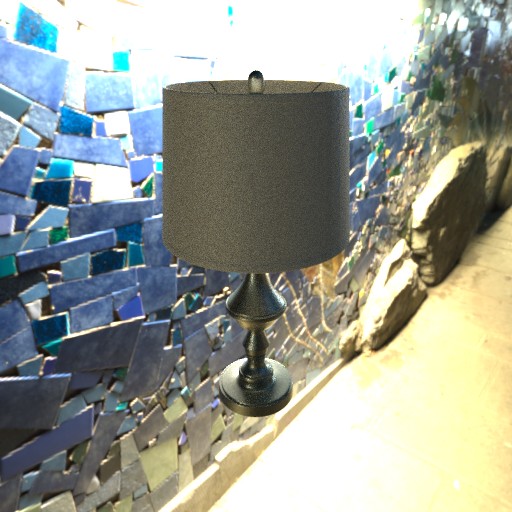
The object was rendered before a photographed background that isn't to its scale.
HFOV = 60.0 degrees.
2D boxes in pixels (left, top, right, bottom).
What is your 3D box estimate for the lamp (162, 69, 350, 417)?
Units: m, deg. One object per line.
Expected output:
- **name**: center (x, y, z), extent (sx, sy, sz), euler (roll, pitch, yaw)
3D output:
- **lamp**: center (0.000, 0.000, 0.945), extent (0.383, 0.733, 0.383), euler (0, 25, 0)
